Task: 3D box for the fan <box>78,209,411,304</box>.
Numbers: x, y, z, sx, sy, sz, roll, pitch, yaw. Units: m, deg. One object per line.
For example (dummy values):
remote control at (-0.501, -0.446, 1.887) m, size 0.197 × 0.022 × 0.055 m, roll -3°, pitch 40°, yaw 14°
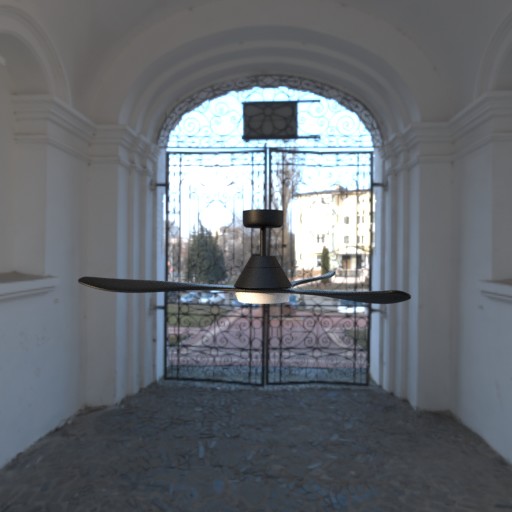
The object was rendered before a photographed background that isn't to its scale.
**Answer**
fan at (0.000, 0.000, 1.616) m, size 1.067 × 0.305 × 1.067 m, roll 0°, pitch 0°, yaw 19°
